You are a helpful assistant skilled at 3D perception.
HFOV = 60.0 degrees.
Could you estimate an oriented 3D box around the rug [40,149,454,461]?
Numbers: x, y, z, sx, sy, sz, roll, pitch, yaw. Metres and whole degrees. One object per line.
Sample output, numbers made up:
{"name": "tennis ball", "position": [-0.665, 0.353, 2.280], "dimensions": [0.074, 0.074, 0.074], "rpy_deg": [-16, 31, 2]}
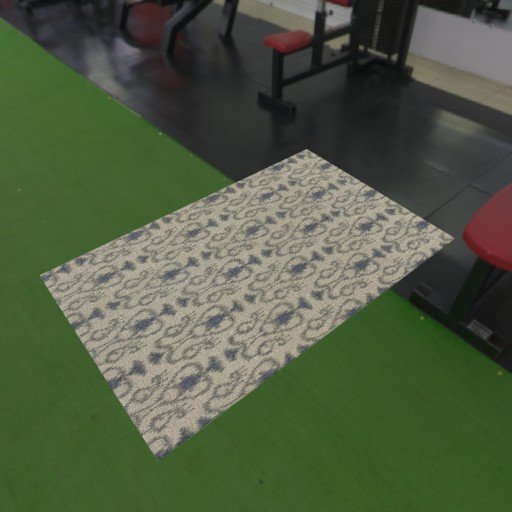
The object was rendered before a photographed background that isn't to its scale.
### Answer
{"name": "rug", "position": [0.000, 0.000, 2.065], "dimensions": [1.652, 0.006, 1.035], "rpy_deg": [-30, 52, -26]}
